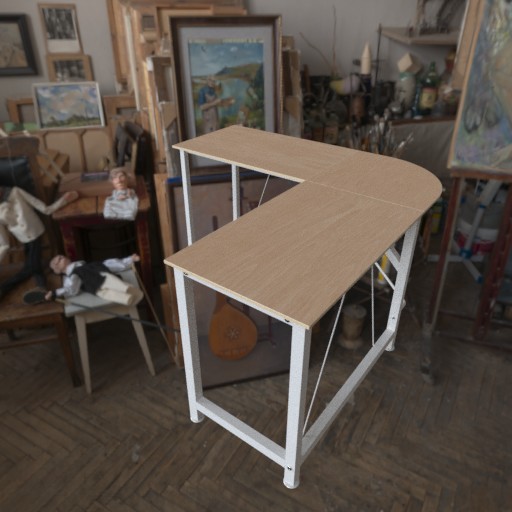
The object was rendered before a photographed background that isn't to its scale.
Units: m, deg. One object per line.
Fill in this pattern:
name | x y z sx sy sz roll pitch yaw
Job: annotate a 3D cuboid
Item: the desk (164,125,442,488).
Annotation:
desk | 0.000 0.000 2.174 1.400 0.762 1.400 21 37 31
